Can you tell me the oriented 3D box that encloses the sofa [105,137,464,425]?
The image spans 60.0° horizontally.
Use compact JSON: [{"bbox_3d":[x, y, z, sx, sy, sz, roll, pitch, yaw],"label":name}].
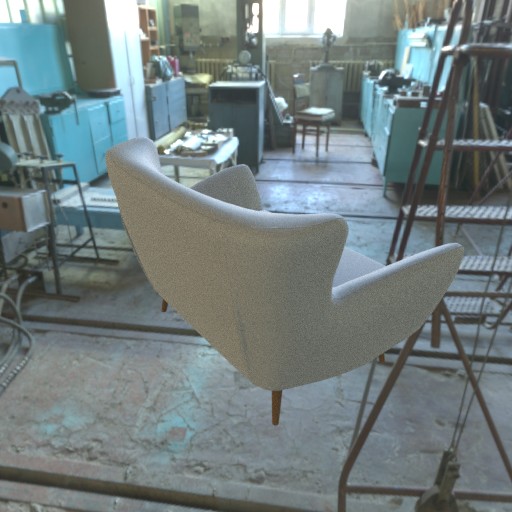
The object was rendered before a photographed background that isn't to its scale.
[{"bbox_3d":[0.000,0.000,1.955,0.921,0.878,1.424,-19,32,-32],"label":"sofa"}]
